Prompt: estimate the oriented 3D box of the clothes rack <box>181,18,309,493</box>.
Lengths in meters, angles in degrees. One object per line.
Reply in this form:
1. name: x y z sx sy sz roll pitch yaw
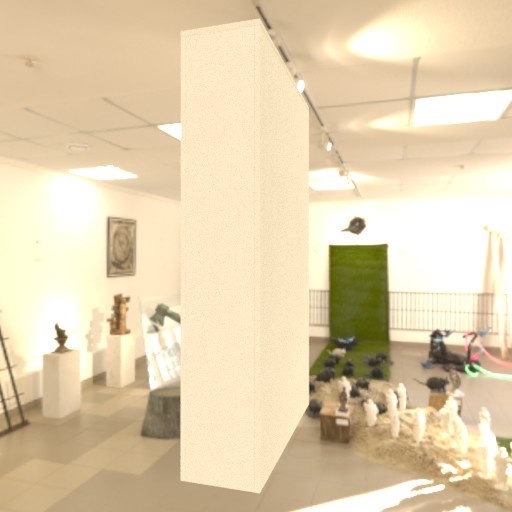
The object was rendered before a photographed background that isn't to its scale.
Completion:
1. clothes rack: 0.000 0.000 1.589 0.250 1.280 0.750 0 0 17
